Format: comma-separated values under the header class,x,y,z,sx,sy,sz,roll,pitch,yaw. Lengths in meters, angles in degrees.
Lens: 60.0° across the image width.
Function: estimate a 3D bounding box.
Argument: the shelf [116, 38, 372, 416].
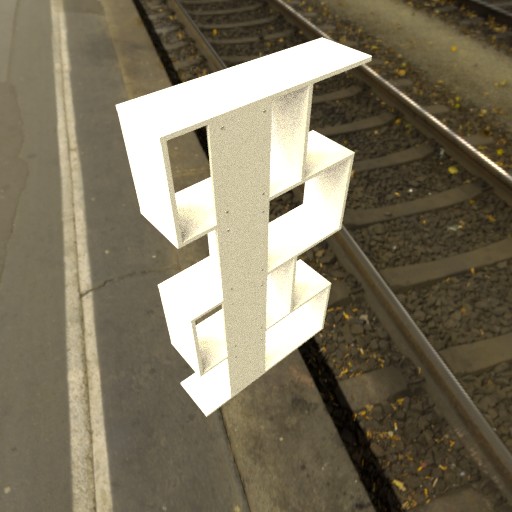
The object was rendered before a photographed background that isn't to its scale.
class,x,y,z,sx,sy,sz,roll,pitch,yaw
shelf,0.000,0.000,2.045,0.890,1.650,0.250,-31,52,-27
